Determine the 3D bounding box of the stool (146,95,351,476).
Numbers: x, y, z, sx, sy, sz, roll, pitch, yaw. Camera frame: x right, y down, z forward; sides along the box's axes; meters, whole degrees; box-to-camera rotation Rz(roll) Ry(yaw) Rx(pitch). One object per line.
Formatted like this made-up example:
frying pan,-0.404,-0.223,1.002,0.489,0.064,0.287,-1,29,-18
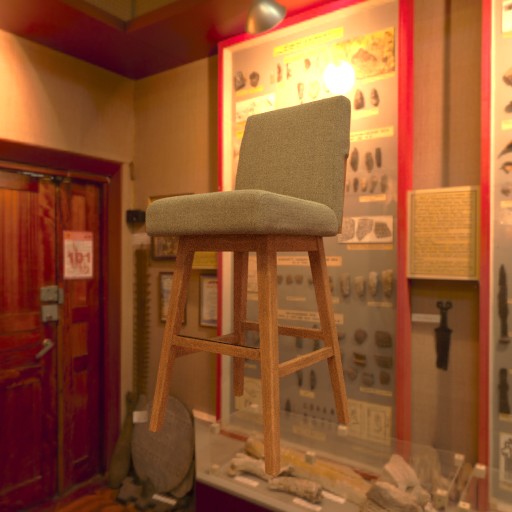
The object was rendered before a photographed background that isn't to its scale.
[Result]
stool,0.000,0.000,1.451,0.483,1.106,0.569,1,1,37
